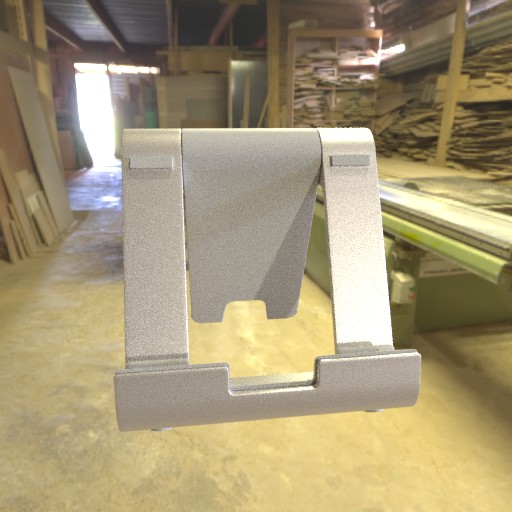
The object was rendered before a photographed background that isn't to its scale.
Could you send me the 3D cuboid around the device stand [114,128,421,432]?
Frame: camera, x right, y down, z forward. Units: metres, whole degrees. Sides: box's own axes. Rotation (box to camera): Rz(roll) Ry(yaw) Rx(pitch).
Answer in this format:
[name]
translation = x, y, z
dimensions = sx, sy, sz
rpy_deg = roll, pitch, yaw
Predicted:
[device stand]
translation = 0.000, 0.000, 0.152
dimensions = 0.086, 0.084, 0.079
rpy_deg = -2, 17, -7
